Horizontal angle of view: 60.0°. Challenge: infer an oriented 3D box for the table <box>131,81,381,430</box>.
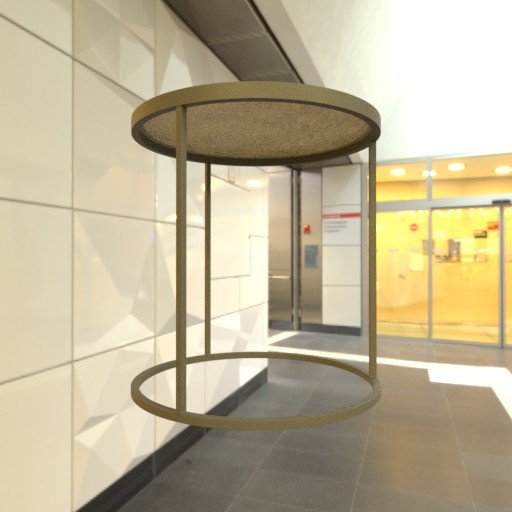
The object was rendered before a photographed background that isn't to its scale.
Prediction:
[{"bbox_3d":[0.000,0.000,0.865,0.470,0.498,0.470,0,0,0],"label":"table"}]
